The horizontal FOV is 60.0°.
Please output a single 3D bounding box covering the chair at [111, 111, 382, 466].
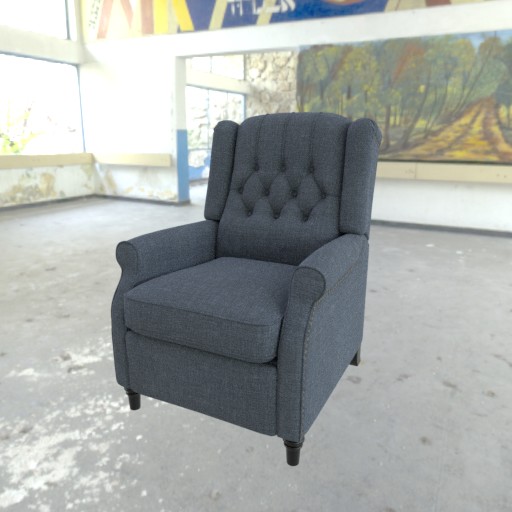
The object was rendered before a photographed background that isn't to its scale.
[{"bbox_3d":[0.000,0.000,1.624,0.742,1.035,0.898,8,17,26],"label":"chair"}]
